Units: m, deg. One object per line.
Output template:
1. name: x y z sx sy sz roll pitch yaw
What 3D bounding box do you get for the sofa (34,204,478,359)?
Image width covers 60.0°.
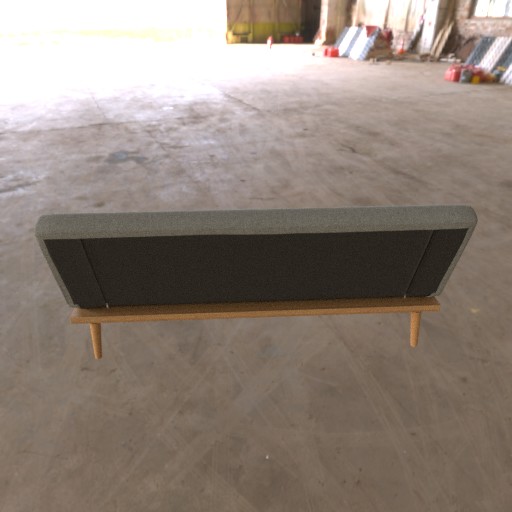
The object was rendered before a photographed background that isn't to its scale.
1. sofa: 0.000 0.000 2.283 1.820 0.800 0.800 -2 30 -3
